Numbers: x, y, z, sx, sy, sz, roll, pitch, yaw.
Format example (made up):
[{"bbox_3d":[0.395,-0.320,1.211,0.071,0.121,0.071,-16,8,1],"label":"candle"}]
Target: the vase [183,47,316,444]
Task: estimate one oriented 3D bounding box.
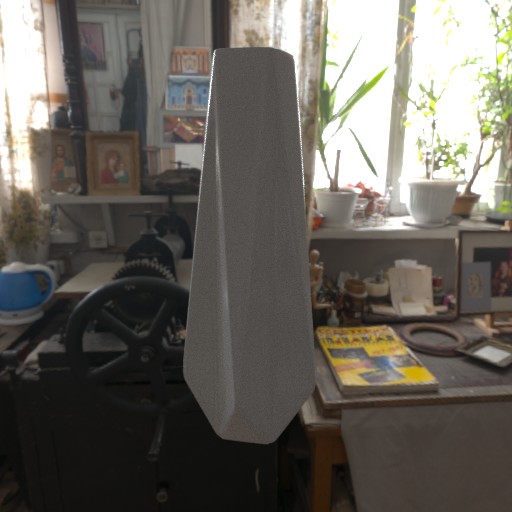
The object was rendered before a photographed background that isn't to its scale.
[{"bbox_3d":[0.000,0.000,0.394,0.116,0.329,0.122,-14,20,-42],"label":"vase"}]
